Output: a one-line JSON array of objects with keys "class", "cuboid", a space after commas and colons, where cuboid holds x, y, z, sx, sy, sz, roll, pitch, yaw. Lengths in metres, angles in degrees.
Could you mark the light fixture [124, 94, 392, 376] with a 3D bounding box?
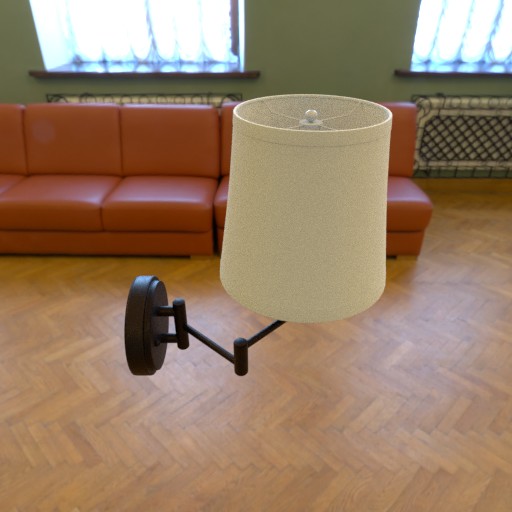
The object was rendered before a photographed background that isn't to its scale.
[{"class": "light fixture", "cuboid": [0.000, 0.000, 0.268, 0.157, 0.172, 0.100, 0, 31, 0]}]
